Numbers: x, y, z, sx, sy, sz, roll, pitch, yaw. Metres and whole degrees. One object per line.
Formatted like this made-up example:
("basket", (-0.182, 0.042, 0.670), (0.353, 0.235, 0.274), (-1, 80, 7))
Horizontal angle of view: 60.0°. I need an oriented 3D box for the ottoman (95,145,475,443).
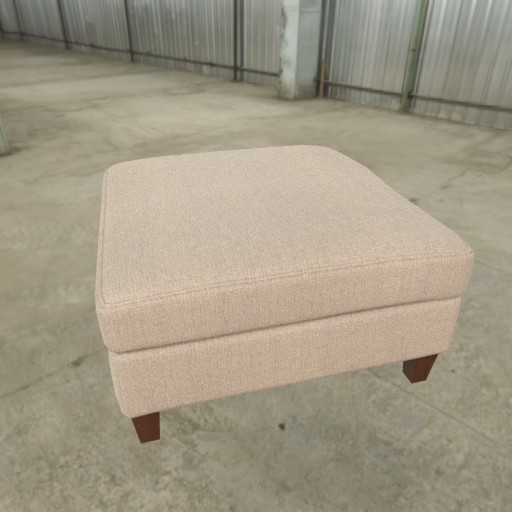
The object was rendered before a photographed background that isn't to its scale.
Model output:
("ottoman", (0.000, 0.000, 1.325), (0.838, 0.481, 0.838), (-8, 31, -13))
